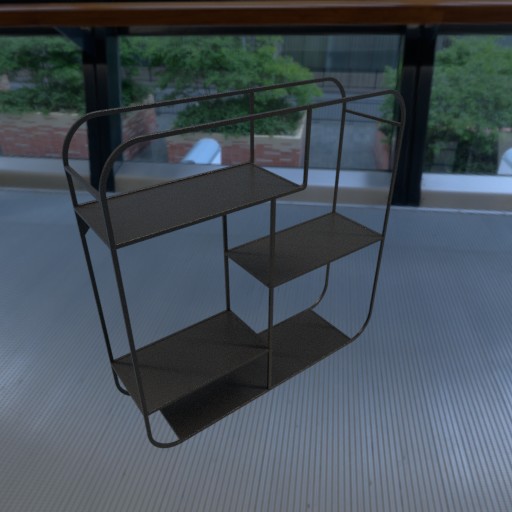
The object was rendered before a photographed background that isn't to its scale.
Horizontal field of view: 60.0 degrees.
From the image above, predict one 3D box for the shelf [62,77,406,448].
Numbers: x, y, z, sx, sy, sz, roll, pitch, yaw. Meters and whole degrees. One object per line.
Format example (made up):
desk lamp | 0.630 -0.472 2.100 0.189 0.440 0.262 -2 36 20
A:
shelf | 0.000 0.000 0.881 0.600 0.600 0.160 -21 37 -31
